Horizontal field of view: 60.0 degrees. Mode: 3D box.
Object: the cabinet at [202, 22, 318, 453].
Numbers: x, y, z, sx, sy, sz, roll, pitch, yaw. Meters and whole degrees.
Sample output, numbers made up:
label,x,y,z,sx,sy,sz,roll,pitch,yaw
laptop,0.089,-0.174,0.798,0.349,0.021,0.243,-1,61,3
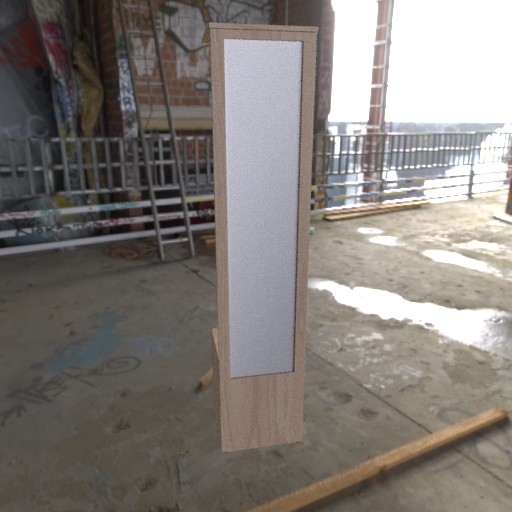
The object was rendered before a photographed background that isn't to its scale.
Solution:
label,x,y,z,sx,sy,sz,roll,pitch,yaw
cabinet,0.000,0.000,2.060,0.411,1.879,0.338,-3,17,-11
